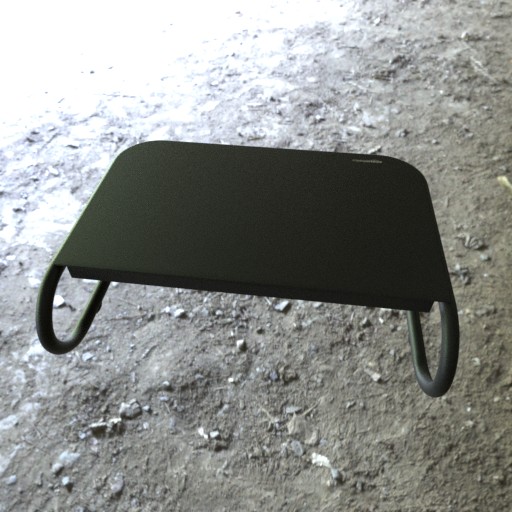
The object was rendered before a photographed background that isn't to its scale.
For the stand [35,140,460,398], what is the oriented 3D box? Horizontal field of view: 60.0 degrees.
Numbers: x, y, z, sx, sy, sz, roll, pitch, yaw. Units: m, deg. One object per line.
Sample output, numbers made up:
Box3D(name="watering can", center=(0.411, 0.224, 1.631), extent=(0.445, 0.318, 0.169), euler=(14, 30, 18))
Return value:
Box3D(name="stand", center=(0.000, 0.000, 0.489), extent=(0.370, 0.108, 0.280), euler=(5, 46, 5))
